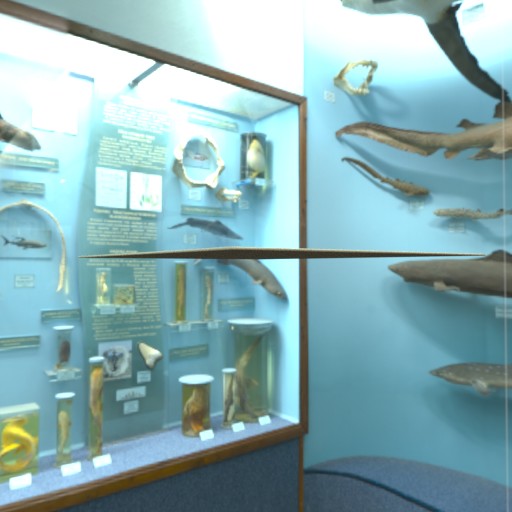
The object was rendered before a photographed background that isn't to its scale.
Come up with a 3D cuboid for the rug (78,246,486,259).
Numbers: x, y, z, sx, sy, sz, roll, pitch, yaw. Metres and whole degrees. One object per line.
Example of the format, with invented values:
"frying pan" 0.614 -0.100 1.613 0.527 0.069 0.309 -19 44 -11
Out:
"rug" 0.000 0.000 4.139 2.462 0.018 3.039 1 -1 -36
